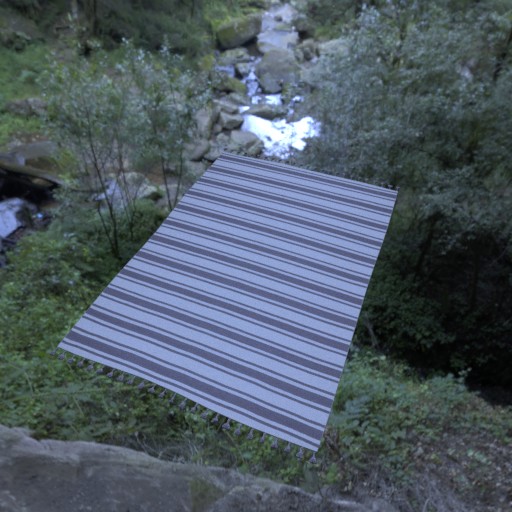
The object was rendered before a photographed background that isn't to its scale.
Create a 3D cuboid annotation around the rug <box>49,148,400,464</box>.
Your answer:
[{"bbox_3d":[0.000,0.000,3.935,2.030,0.017,3.040,17,48,16],"label":"rug"}]
